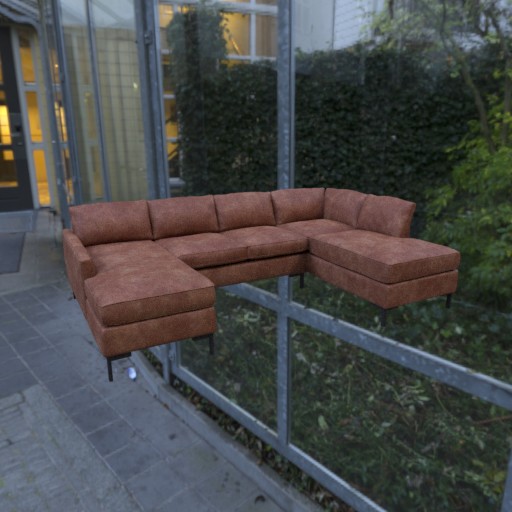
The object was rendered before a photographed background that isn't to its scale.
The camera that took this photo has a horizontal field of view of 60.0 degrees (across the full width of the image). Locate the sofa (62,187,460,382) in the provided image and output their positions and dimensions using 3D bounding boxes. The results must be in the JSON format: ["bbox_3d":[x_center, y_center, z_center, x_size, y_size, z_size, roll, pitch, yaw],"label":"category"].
[{"bbox_3d":[0.000,0.000,3.909,2.956,0.900,1.939,-8,18,-28],"label":"sofa"}]
